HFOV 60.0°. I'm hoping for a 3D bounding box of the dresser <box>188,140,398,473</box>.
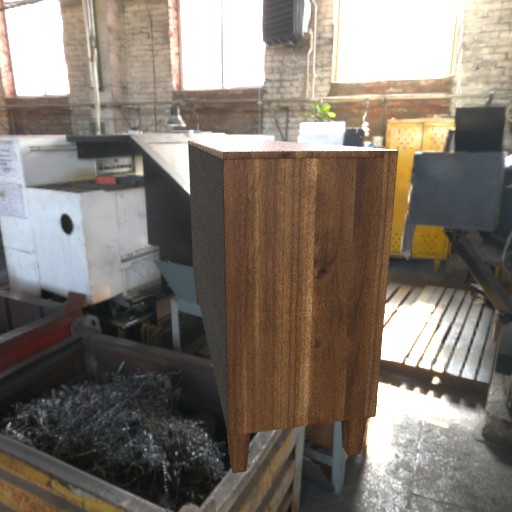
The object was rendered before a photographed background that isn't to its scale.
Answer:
[{"bbox_3d":[0.000,0.000,1.812,0.438,0.892,1.387,-3,16,-11],"label":"dresser"}]
